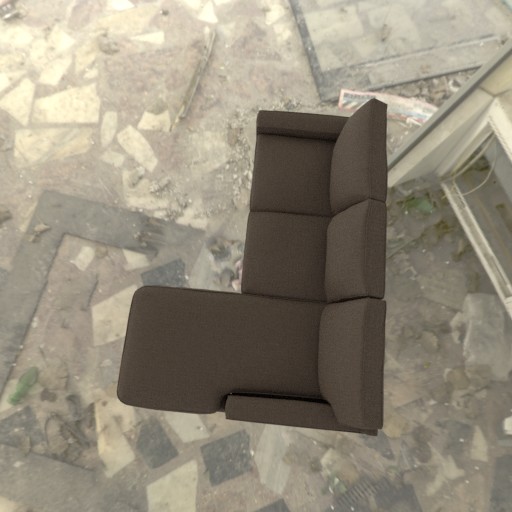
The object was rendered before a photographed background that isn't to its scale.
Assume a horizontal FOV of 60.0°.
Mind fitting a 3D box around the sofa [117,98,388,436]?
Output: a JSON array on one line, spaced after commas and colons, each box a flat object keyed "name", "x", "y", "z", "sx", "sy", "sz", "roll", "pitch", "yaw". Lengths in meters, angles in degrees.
[{"name": "sofa", "x": 0.000, "y": 0.000, "z": 3.376, "sx": 1.790, "sy": 0.973, "sz": 2.370, "roll": 5, "pitch": 75, "yaw": 1}]
